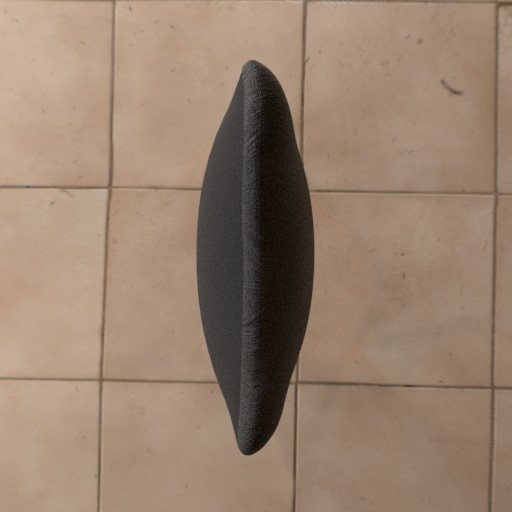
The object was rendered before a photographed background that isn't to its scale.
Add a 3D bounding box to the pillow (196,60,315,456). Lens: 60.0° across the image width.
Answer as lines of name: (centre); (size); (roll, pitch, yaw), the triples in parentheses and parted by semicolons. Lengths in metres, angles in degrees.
pillow: (0.000, 0.000, 0.822); (0.210, 0.523, 0.533); (0, 89, 0)
